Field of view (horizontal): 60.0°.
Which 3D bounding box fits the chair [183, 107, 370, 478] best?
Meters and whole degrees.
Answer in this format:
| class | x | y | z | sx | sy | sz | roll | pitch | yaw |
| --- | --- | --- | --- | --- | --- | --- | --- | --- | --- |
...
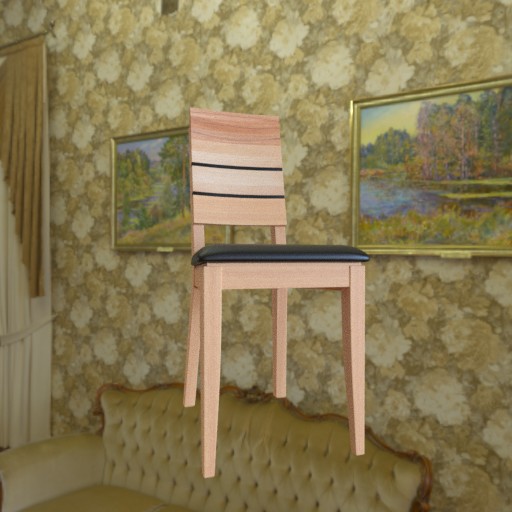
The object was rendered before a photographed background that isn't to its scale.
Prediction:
| class | x | y | z | sx | sy | sz | roll | pitch | yaw |
| --- | --- | --- | --- | --- | --- | --- | --- | --- | --- |
| chair | 0.000 | 0.000 | 1.224 | 0.410 | 0.940 | 0.520 | 0 | 0 | -17 |
